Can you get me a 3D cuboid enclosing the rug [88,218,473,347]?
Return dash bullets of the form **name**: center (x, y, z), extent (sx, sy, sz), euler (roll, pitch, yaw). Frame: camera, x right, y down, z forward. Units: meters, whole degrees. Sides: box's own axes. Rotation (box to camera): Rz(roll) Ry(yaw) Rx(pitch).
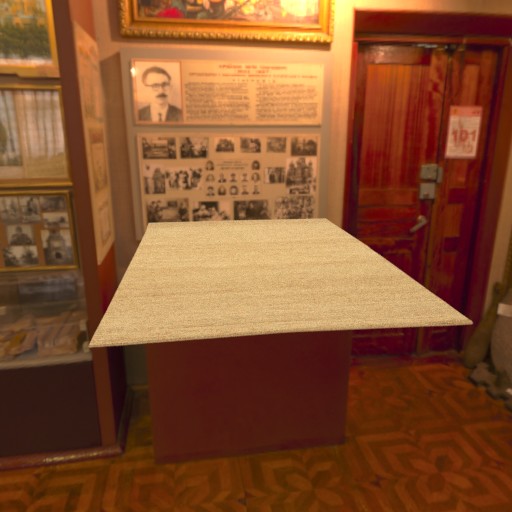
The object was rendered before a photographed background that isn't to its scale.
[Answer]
- **rug**: center (0.000, 0.000, 2.881), extent (1.596, 0.030, 2.283), euler (-2, 16, -7)
